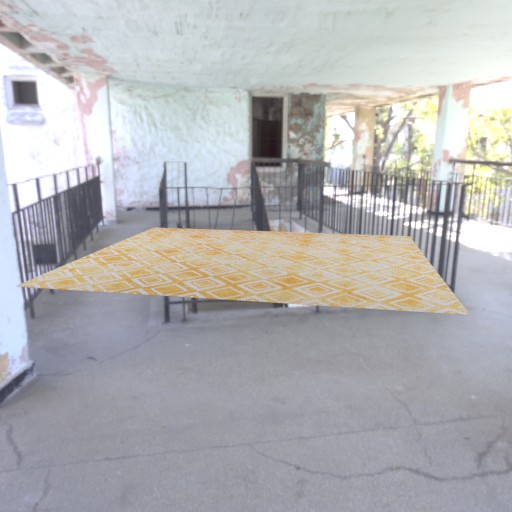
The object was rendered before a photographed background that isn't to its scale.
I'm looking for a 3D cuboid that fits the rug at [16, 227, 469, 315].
[{"bbox_3d":[0.000,0.000,4.054,3.037,0.011,2.433,3,14,10],"label":"rug"}]
